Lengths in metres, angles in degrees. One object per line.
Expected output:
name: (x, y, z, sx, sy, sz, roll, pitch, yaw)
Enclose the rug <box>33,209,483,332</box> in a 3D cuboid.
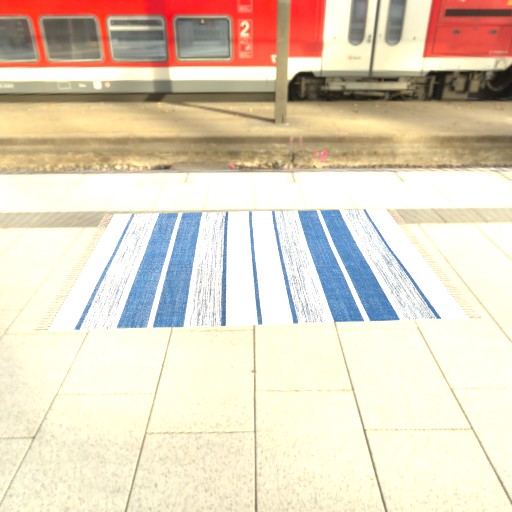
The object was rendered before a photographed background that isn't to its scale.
rug: (0.000, 0.000, 3.064, 2.441, 0.010, 1.532, -1, 29, -2)
